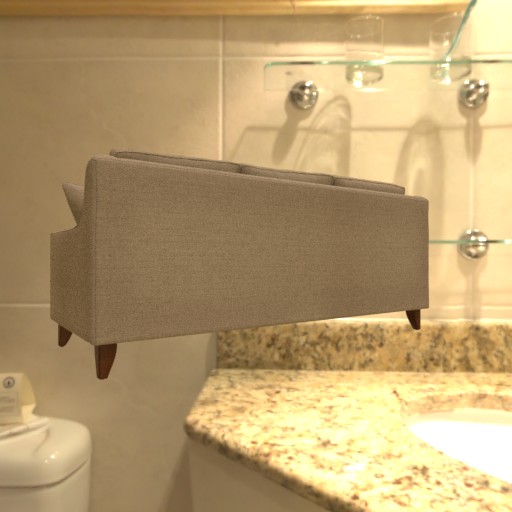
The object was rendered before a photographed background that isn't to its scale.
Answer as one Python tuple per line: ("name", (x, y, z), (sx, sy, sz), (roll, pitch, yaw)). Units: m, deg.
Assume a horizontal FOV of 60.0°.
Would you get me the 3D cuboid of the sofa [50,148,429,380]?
("sofa", (0.000, 0.000, 2.496), (2.031, 0.914, 0.865), (0, 0, -35))
